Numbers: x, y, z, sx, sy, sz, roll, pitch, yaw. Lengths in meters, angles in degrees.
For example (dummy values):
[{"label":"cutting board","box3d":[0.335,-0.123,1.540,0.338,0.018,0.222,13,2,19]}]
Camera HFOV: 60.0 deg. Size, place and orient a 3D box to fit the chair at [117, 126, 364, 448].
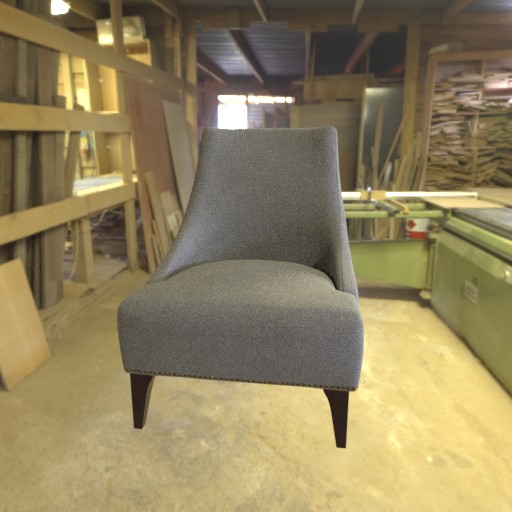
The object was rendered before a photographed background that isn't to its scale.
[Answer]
[{"label":"chair","box3d":[0.000,0.000,1.568,0.701,0.909,0.861,2,14,8]}]
